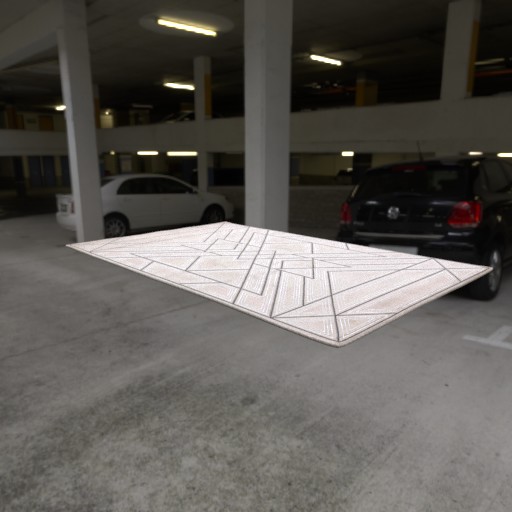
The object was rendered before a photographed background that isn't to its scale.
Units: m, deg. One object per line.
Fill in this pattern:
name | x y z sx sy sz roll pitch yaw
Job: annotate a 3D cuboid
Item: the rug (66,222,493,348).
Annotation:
rug | 0.000 0.000 2.966 1.575 0.023 2.459 -13 18 -43
